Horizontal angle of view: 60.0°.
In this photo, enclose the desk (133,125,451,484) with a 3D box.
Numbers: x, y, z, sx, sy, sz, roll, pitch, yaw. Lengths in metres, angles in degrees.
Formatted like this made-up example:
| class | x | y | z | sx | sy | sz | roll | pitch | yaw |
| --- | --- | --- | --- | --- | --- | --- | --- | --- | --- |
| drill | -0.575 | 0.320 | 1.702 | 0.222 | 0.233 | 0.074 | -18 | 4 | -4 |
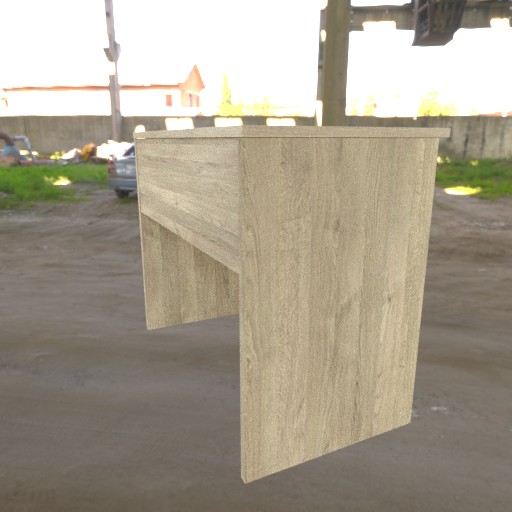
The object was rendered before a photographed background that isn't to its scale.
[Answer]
| class | x | y | z | sx | sy | sz | roll | pitch | yaw |
| --- | --- | --- | --- | --- | --- | --- | --- | --- | --- |
| desk | 0.000 | 0.000 | 1.331 | 0.498 | 0.724 | 0.893 | -7 | 16 | -26 |
